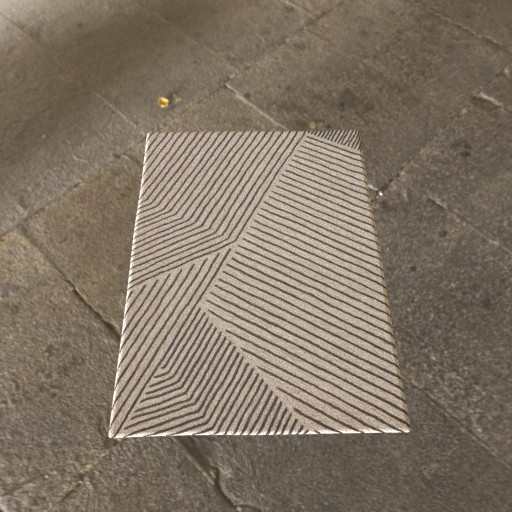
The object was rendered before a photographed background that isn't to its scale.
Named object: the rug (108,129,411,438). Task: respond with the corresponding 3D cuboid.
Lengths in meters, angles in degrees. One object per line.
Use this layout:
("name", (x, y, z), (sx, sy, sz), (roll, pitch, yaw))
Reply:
("rug", (0.000, 0.000, 3.247), (1.829, 0.028, 2.449), (-1, 62, -1))
